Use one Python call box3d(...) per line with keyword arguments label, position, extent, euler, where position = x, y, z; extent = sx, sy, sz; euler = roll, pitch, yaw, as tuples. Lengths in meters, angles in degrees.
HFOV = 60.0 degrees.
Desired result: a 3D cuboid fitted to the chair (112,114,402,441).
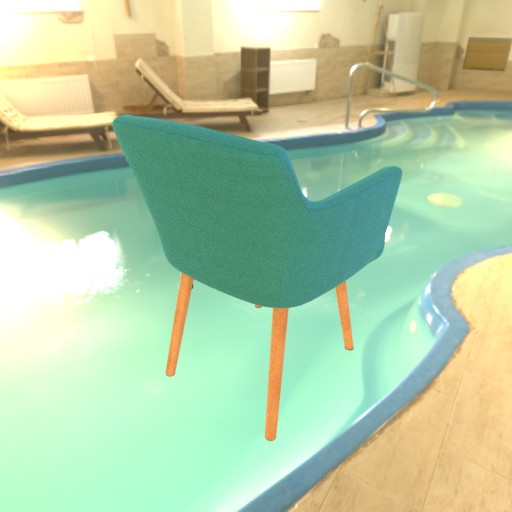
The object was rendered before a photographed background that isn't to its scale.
box3d(label="chair", position=(0.000, 0.000, 1.188), extent=(0.570, 0.780, 0.540), euler=(21, 35, 32))
